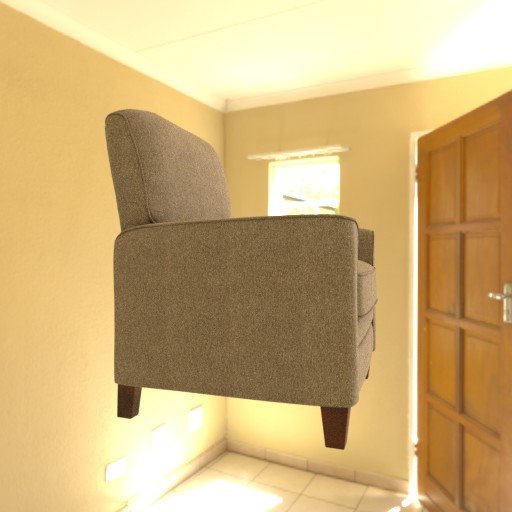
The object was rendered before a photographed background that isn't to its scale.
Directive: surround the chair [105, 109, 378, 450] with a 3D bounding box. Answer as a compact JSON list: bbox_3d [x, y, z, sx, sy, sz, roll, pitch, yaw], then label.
[{"bbox_3d":[0.000,0.000,1.651,0.858,1.028,0.841,0,1,19],"label":"chair"}]
